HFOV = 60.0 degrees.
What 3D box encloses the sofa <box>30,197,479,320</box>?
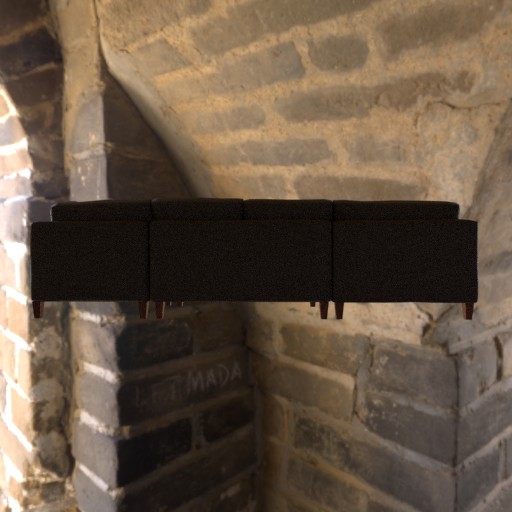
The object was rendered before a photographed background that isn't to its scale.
[{"bbox_3d":[0.000,0.000,4.638,3.460,0.961,2.594,0,0,1],"label":"sofa"}]
